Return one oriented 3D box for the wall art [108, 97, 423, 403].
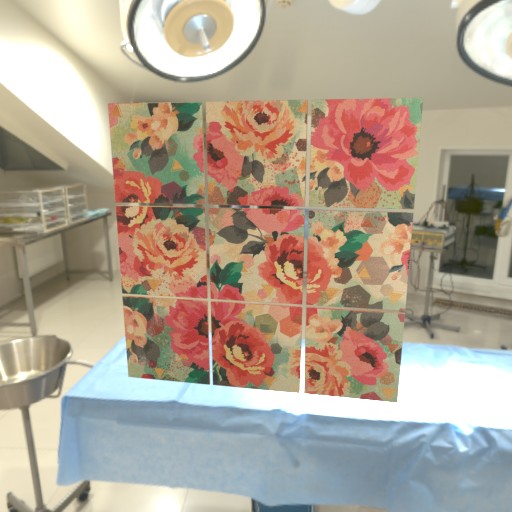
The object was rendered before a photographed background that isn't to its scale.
[{"bbox_3d":[0.000,0.000,1.837,1.216,1.220,0.013,2,14,10],"label":"wall art"}]
